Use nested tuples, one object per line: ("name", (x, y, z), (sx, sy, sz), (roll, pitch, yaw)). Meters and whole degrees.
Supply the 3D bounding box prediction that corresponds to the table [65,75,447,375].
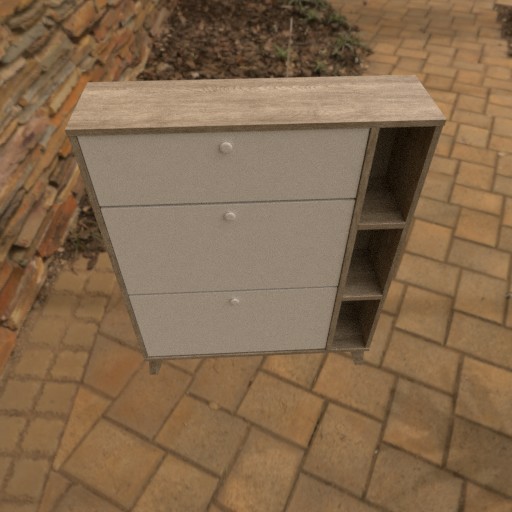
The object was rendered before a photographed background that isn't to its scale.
("table", (0.000, 0.000, 1.536), (0.902, 1.135, 0.256), (-2, 46, -2))
